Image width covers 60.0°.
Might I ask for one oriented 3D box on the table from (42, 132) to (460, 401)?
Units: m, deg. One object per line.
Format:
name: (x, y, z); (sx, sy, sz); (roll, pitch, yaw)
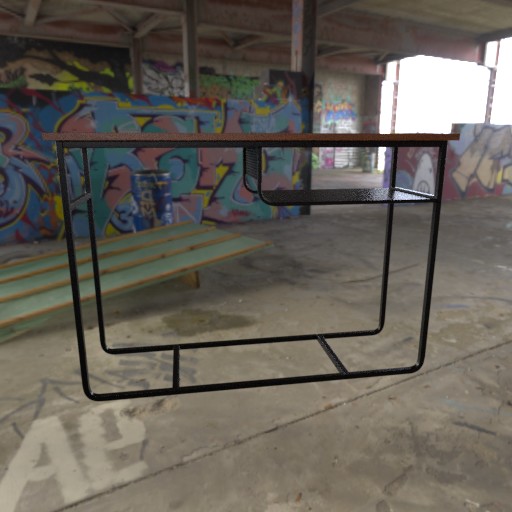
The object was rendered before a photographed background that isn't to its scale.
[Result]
table: (0.000, 0.000, 1.413); (1.100, 0.750, 0.350); (-2, 15, -9)
